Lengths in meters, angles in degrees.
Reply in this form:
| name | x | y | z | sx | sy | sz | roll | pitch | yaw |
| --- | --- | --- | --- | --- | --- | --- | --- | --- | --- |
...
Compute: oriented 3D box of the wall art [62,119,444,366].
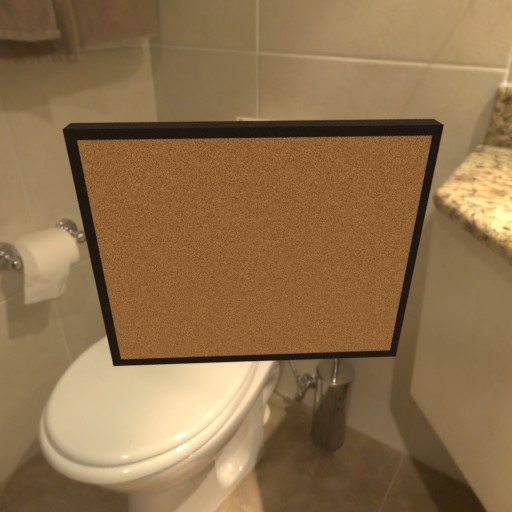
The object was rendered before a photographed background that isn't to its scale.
| name | x | y | z | sx | sy | sz | roll | pitch | yaw |
| --- | --- | --- | --- | --- | --- | --- | --- | --- | --- |
| wall art | 0.000 | 0.000 | 0.553 | 0.397 | 0.325 | 0.028 | -1 | 30 | -2 |
